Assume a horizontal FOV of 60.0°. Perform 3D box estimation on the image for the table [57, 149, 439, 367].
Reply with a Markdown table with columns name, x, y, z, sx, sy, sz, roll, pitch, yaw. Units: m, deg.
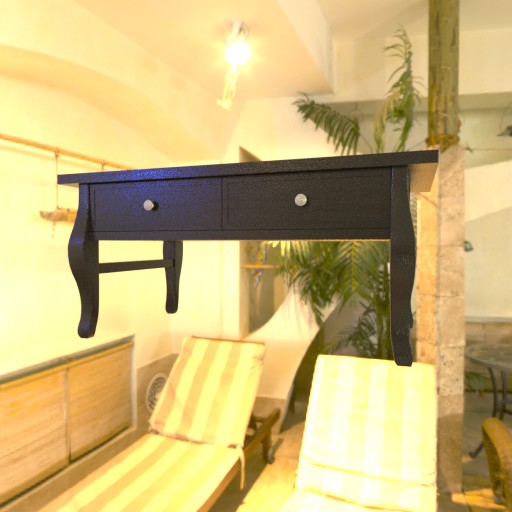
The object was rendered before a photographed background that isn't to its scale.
| name | x | y | z | sx | sy | sz | roll | pitch | yaw |
| --- | --- | --- | --- | --- | --- | --- | --- | --- | --- |
| table | 0.000 | 0.000 | 1.434 | 1.062 | 0.494 | 0.600 | 1 | 2 | 20 |
